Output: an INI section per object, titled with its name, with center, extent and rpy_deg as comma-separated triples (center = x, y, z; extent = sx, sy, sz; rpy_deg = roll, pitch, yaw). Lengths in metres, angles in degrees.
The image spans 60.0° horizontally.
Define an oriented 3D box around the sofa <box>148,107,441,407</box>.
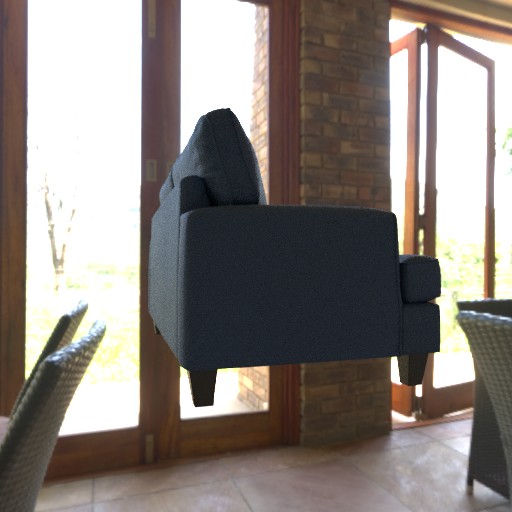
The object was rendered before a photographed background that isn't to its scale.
[sofa]
center = 0.000, 0.000, 2.233
extent = 0.965, 0.965, 1.651
rpy_deg = 0, -1, -17
